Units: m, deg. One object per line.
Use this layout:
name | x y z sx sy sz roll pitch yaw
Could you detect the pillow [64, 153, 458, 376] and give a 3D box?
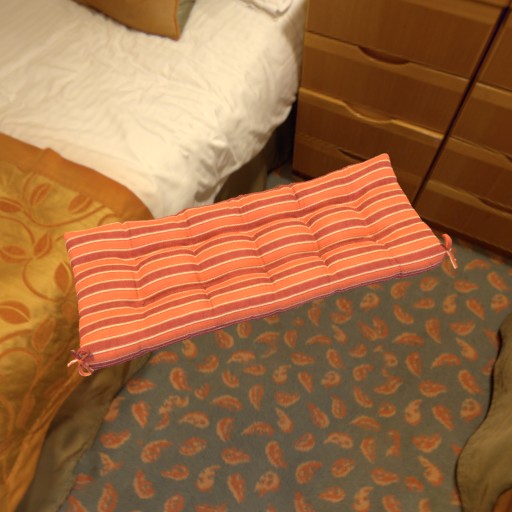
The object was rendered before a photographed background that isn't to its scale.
pillow | 0.000 0.000 1.374 1.194 0.174 0.511 -15 59 -9
